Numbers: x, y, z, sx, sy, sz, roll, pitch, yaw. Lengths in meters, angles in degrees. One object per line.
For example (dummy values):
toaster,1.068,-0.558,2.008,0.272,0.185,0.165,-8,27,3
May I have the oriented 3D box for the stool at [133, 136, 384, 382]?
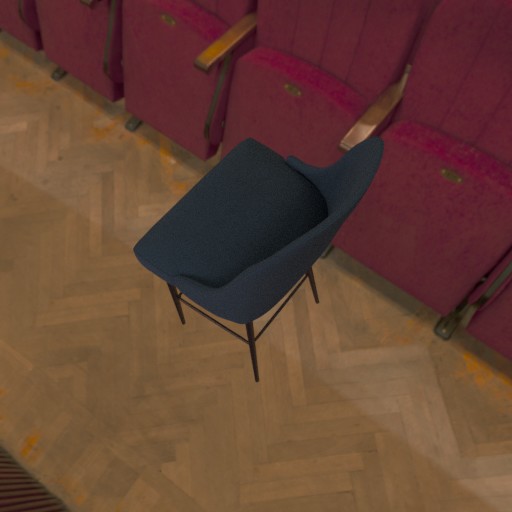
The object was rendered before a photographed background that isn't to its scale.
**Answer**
stool,0.000,0.000,1.369,0.489,1.079,0.527,35,68,16
